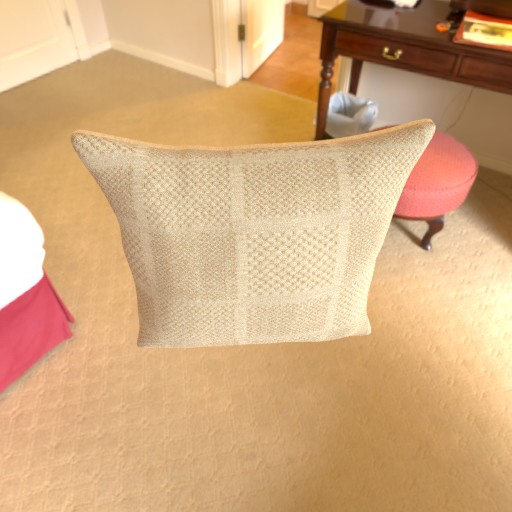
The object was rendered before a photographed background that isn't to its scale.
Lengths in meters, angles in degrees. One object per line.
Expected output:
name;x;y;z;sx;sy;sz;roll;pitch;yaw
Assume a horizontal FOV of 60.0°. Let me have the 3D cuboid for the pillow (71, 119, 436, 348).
pillow;0.000;0.000;0.676;0.436;0.432;0.138;-3;45;-3
